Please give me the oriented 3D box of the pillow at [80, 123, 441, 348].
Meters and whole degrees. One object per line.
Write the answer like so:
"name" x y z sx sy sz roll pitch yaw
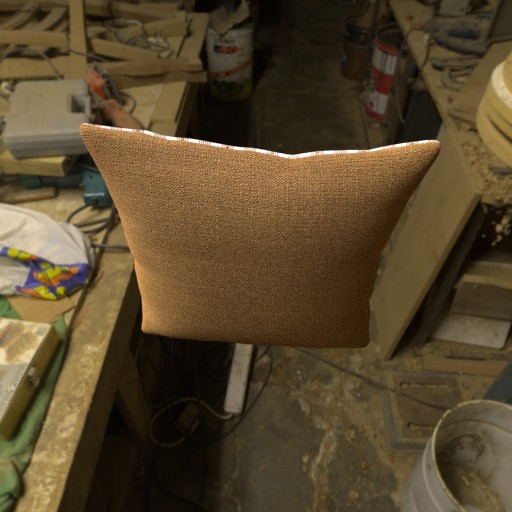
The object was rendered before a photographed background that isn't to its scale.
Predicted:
"pillow" 0.000 0.000 0.681 0.432 0.437 0.147 2 46 2
